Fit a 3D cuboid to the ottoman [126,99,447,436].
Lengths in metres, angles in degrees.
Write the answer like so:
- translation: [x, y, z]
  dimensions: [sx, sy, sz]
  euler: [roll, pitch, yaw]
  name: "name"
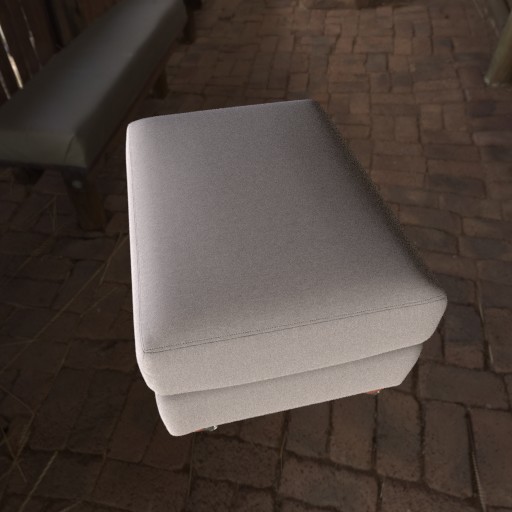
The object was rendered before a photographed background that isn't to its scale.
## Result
- translation: [0.000, 0.000, 1.138]
  dimensions: [0.574, 0.497, 0.773]
  euler: [-9, 47, -9]
  name: "ottoman"
